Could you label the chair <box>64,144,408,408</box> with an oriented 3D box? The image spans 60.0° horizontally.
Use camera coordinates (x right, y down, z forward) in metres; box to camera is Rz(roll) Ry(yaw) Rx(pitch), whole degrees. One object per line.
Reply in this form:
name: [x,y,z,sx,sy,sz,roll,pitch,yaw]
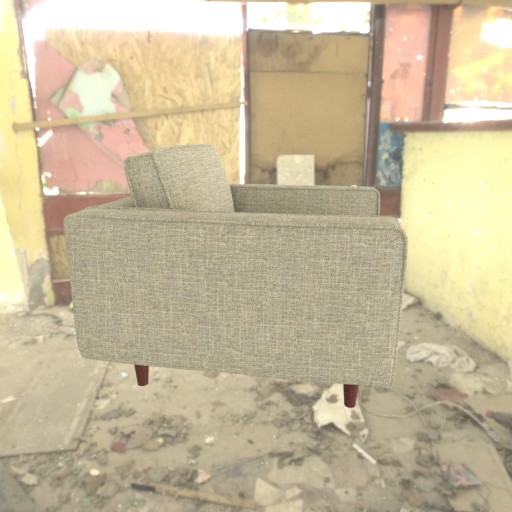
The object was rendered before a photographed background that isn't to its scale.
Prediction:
chair: [0.000,0.000,1.569,0.914,0.765,0.889,3,15,10]
